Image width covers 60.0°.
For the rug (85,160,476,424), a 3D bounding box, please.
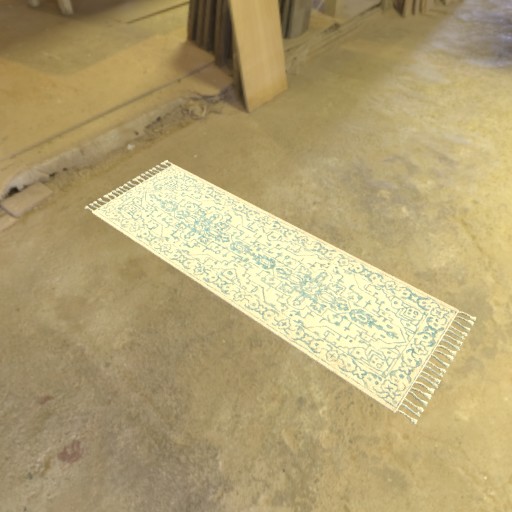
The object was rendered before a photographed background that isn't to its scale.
[{"bbox_3d":[0.000,0.000,2.723,2.449,0.011,0.774,30,52,27],"label":"rug"}]
